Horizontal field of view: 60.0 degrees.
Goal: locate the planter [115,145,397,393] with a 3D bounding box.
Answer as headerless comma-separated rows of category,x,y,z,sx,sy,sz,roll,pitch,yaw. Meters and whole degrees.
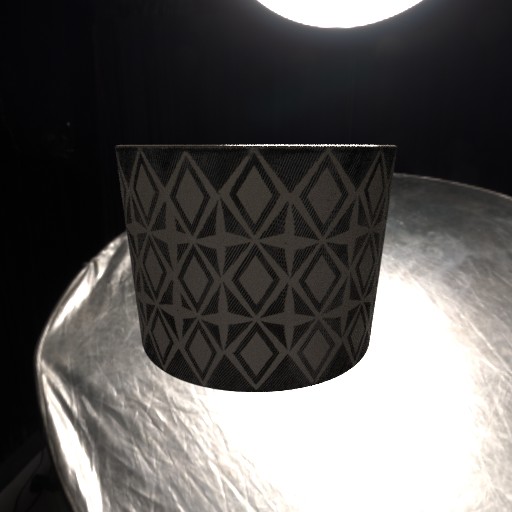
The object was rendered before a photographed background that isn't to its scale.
planter,0.000,0.000,0.454,0.260,0.220,0.260,0,14,0
